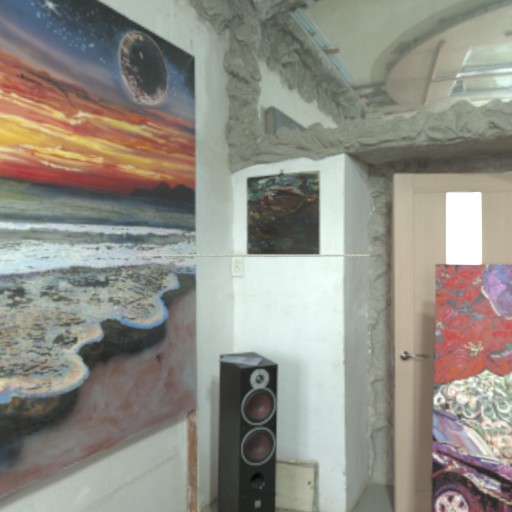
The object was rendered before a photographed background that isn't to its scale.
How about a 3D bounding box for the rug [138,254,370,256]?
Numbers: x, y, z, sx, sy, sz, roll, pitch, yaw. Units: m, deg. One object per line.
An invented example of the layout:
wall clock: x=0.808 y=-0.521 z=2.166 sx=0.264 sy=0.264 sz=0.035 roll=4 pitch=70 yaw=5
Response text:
rug: x=0.000 y=0.000 z=2.703 sx=0.806 sy=0.006 sz=2.431 roll=0 pitch=0 yaw=0
